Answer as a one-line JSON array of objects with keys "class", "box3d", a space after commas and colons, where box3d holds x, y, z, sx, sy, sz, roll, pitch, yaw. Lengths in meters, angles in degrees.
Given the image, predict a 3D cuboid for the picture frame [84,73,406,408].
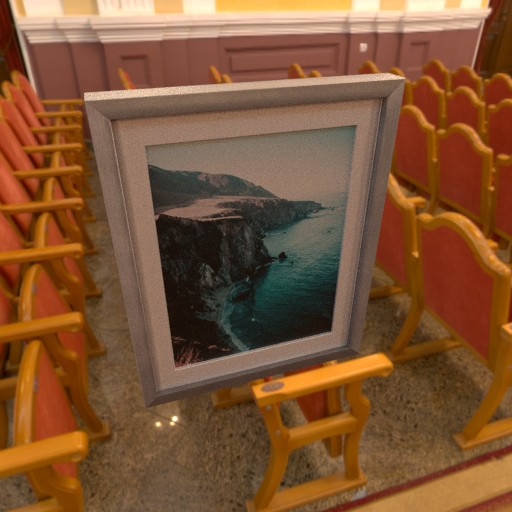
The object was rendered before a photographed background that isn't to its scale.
[{"class": "picture frame", "box3d": [0.000, 0.000, 0.757, 0.449, 0.555, 0.046, -10, 33, -15]}]
